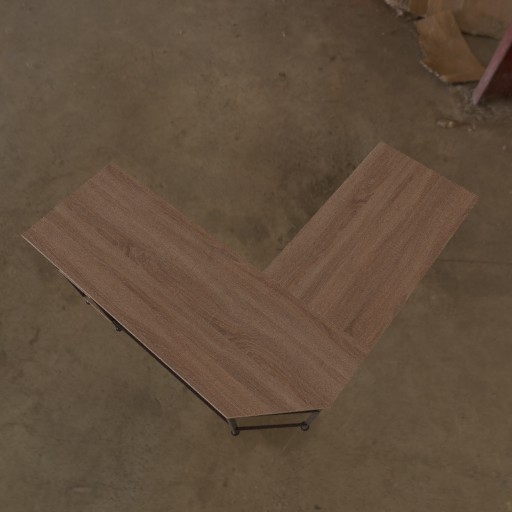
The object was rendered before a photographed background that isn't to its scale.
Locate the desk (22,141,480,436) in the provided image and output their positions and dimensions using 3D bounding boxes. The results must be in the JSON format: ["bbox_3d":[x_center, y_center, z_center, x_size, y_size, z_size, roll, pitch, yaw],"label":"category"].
[{"bbox_3d":[0.000,0.000,2.204,1.379,0.739,1.379,36,68,17],"label":"desk"}]
